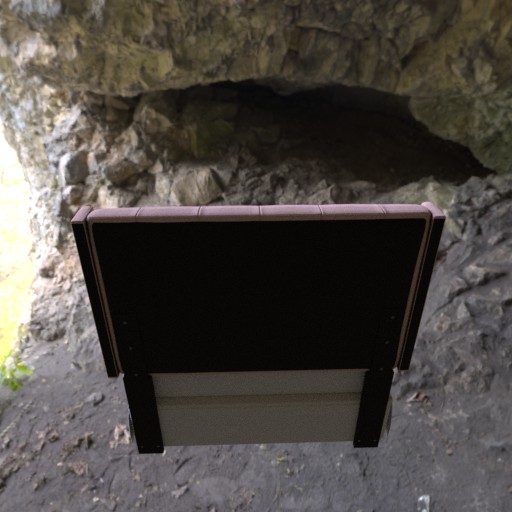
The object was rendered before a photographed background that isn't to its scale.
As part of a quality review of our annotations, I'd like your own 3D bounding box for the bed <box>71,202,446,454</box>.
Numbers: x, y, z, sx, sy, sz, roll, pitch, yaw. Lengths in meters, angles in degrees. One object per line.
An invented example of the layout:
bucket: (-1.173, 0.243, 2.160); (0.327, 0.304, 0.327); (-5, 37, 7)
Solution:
bed: (0.000, 0.000, 3.290); (1.719, 1.665, 2.066); (-1, 31, -2)
